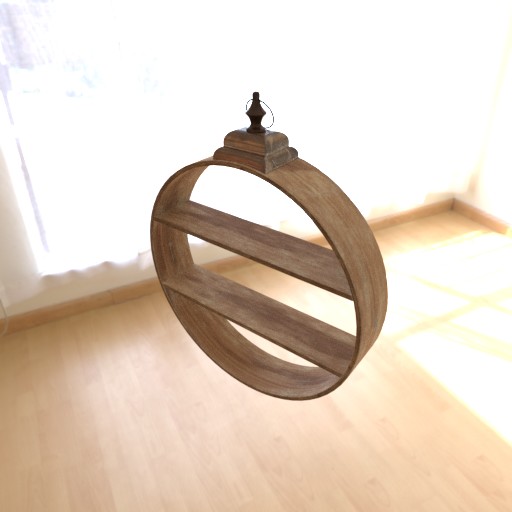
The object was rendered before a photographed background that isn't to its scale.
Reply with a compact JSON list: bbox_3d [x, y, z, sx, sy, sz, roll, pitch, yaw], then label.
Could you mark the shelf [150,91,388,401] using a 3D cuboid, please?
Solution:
[{"bbox_3d":[0.000,0.000,1.020,0.601,0.725,0.125,22,38,31],"label":"shelf"}]
